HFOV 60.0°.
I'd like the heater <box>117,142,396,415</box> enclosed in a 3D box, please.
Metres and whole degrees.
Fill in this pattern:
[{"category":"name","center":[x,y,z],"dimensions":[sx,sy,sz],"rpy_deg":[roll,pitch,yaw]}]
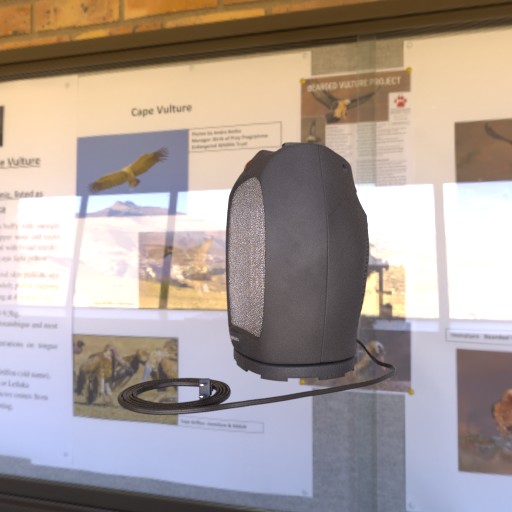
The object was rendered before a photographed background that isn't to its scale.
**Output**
[{"category":"heater","center":[0.000,0.000,0.487],"dimensions":[0.291,0.255,0.239],"rpy_deg":[0,-1,-18]}]
